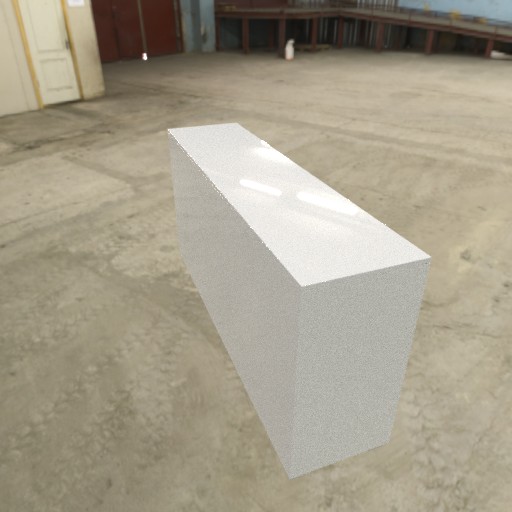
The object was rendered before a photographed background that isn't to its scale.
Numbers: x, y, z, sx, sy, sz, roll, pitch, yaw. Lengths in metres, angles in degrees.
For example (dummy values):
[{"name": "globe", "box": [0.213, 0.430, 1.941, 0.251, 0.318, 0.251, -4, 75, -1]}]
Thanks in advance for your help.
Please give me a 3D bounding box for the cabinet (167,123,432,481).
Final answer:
[{"name": "cabinet", "box": [0.000, 0.000, 2.026, 0.400, 0.800, 1.650, -11, 32, -18]}]
